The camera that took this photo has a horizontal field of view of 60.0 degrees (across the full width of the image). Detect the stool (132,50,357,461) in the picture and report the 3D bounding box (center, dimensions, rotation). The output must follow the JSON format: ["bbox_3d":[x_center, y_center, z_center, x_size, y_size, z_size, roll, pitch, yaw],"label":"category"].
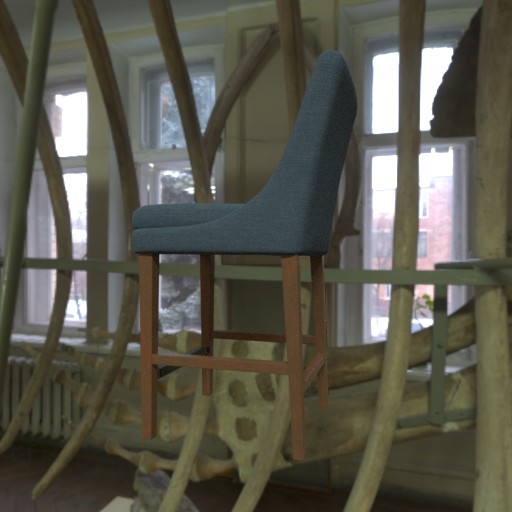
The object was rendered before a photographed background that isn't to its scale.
[{"bbox_3d":[0.000,0.000,1.311,0.577,0.981,0.470,0,0,17],"label":"stool"}]
